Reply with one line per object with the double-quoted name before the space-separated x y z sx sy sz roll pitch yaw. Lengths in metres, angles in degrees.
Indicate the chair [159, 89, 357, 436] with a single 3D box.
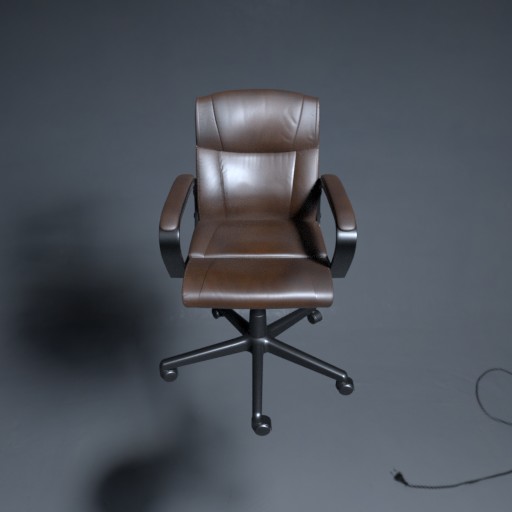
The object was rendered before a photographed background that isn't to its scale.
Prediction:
"chair" 0.000 0.000 1.558 0.739 1.004 0.717 0 30 0
